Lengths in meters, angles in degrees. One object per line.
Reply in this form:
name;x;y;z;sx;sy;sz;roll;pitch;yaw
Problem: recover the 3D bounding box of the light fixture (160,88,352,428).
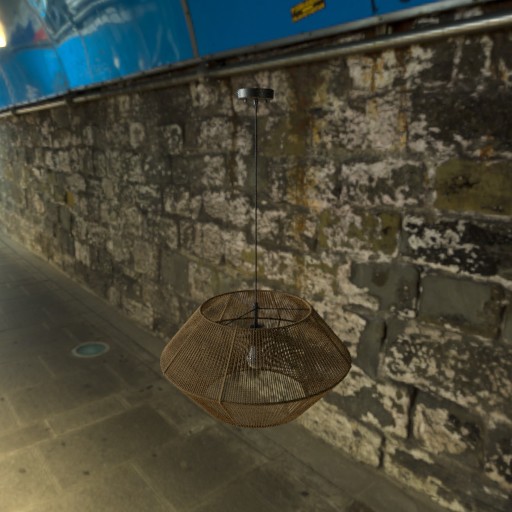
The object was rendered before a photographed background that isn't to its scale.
light fixture;0.000;0.000;1.431;0.643;1.009;0.643;0;14;0
